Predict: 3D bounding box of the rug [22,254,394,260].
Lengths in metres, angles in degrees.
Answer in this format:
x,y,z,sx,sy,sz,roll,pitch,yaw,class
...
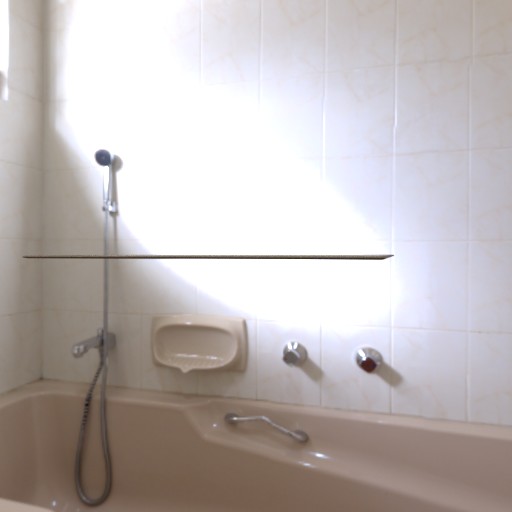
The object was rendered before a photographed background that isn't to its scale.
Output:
x,y,z,sx,sy,sz,roll,pitch,yaw,class
0.000,0.000,4.104,2.413,0.020,3.041,0,0,18,rug
